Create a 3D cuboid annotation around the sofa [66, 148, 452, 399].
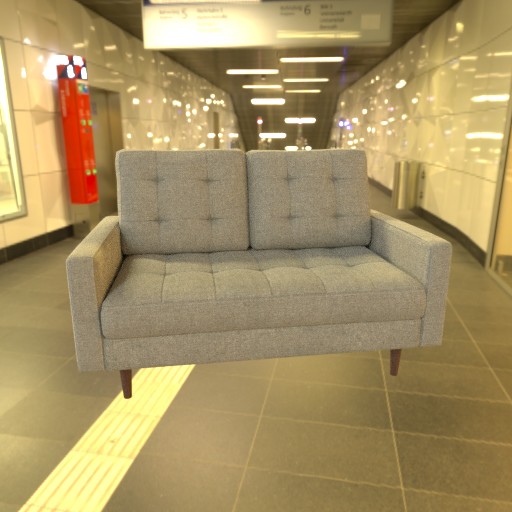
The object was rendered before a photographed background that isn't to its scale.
[{"bbox_3d":[0.000,0.000,1.962,1.407,0.907,0.842,-2,16,-8],"label":"sofa"}]
